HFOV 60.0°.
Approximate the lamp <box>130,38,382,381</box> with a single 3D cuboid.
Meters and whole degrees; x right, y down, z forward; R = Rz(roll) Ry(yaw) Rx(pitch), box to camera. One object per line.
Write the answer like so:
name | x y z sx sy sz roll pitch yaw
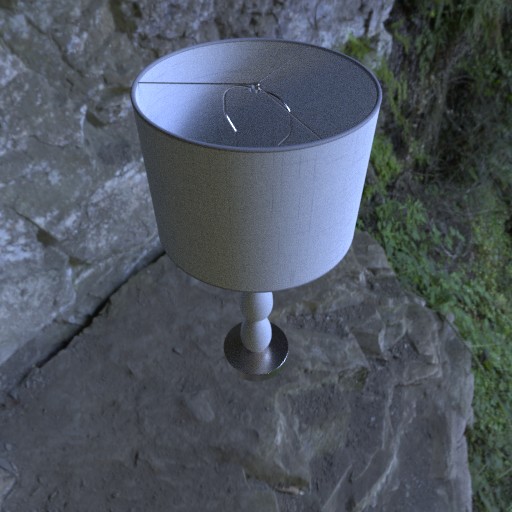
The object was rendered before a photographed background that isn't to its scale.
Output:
lamp | 0.000 0.000 0.701 0.282 0.559 0.280 24 50 22
